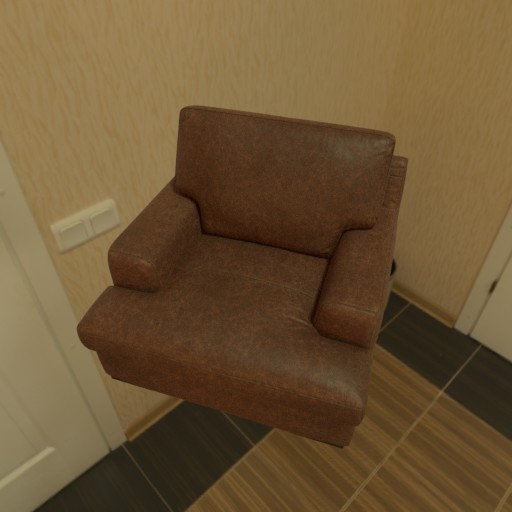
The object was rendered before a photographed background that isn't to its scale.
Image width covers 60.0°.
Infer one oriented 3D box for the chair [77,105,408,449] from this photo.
[{"bbox_3d":[0.000,0.000,1.953,1.168,0.939,1.143,12,44,13],"label":"chair"}]
